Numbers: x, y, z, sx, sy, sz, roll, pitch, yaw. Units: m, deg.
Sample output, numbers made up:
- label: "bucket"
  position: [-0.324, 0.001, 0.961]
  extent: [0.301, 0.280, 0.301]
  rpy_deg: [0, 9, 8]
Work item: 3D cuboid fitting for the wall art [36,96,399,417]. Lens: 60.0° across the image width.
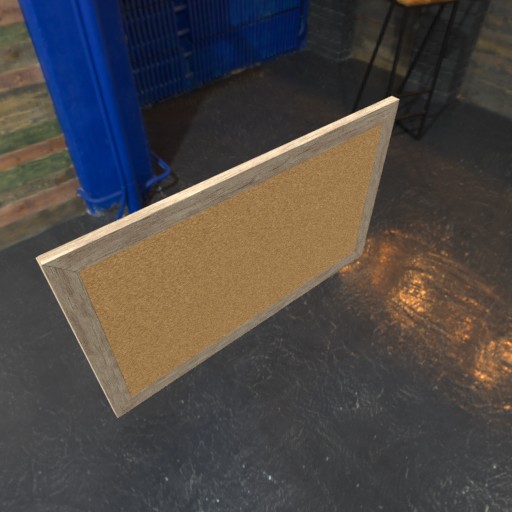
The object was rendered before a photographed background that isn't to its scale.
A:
- label: "wall art"
  position: [0.000, 0.000, 0.959]
  extent: [0.780, 0.480, 0.021]
  rpy_deg: [-30, 53, -26]
